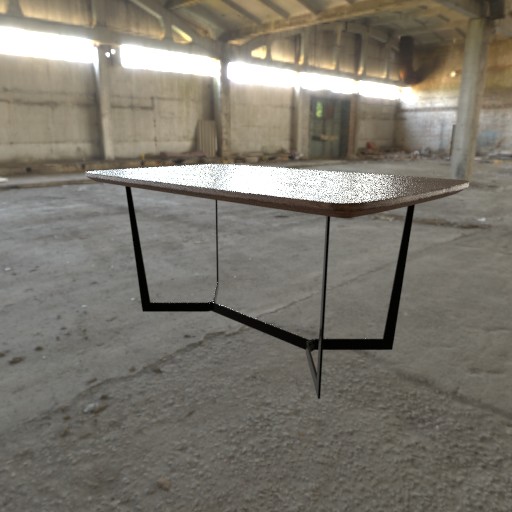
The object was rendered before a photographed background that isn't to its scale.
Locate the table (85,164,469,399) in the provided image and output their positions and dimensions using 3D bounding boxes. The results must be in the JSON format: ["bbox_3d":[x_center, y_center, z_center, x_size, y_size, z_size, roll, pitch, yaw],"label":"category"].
[{"bbox_3d":[0.000,0.000,2.139,1.643,0.765,0.949,14,21,43],"label":"table"}]
